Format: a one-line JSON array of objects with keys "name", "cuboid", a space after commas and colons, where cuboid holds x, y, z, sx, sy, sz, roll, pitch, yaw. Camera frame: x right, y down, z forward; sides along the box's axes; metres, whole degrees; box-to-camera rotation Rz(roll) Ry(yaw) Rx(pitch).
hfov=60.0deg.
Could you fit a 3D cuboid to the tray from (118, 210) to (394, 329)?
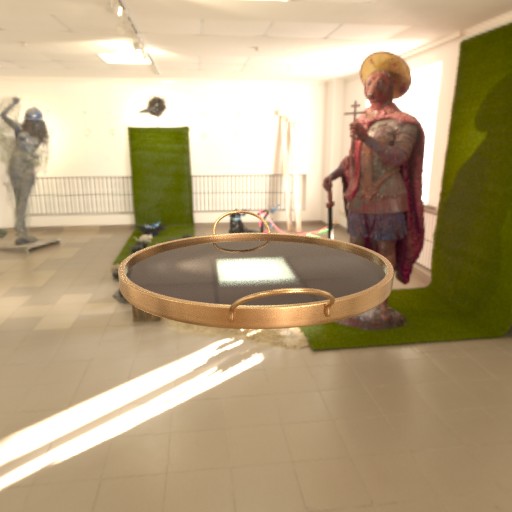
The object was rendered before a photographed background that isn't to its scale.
[{"name": "tray", "cuboid": [0.000, 0.000, 0.734, 0.438, 0.069, 0.543, -2, 15, -8]}]
